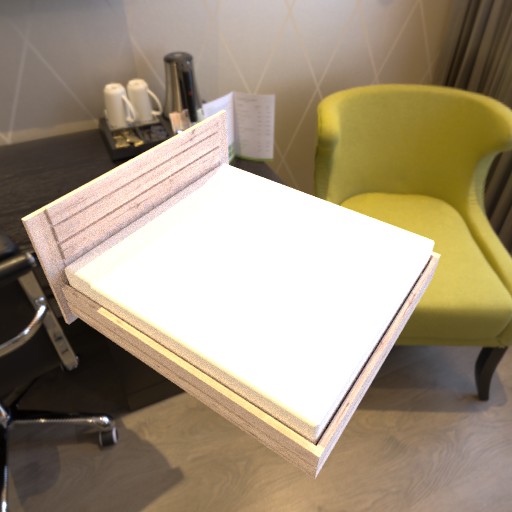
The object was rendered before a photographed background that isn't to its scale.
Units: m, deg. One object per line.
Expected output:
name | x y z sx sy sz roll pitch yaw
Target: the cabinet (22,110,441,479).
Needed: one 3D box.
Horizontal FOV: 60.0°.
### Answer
cabinet | 0.000 0.000 3.122 2.080 0.970 1.950 25 47 26
